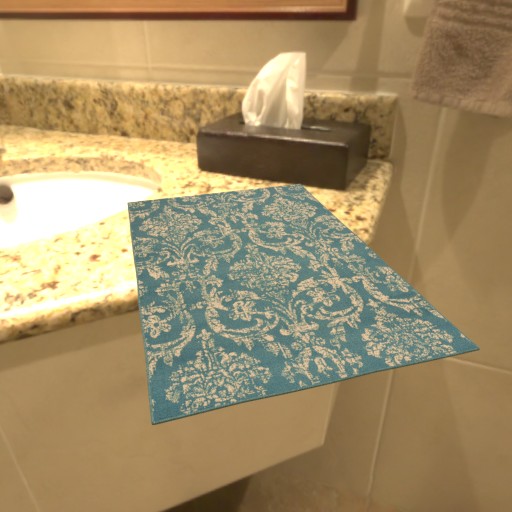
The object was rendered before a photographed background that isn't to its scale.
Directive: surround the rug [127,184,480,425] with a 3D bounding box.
[{"bbox_3d":[0.000,0.000,2.275,1.211,0.012,1.833,-8,31,-14],"label":"rug"}]
